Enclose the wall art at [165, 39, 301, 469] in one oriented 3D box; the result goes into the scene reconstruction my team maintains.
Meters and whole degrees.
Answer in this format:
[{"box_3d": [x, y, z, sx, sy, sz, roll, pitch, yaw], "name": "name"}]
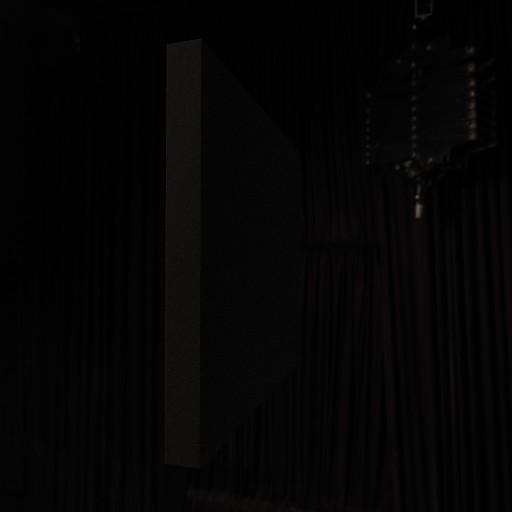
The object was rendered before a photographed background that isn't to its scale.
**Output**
[{"box_3d": [0.000, 0.000, 0.526, 0.031, 0.330, 0.381, 0, -1, 17], "name": "wall art"}]
